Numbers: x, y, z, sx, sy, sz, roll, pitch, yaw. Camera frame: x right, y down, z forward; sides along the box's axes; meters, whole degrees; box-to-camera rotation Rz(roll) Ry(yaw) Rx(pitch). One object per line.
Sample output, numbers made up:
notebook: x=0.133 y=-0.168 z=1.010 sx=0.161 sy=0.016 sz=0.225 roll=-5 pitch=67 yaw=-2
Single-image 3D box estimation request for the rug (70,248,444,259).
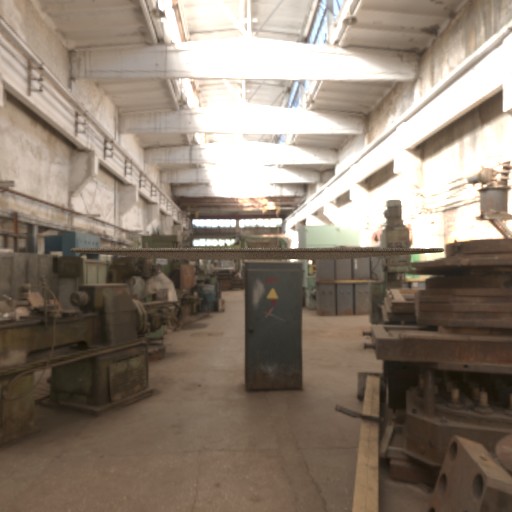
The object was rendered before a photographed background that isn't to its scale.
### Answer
rug: x=0.000 y=0.000 z=2.216 sx=1.144 sy=0.014 sz=1.748 roll=0 pitch=-1 yaw=0
